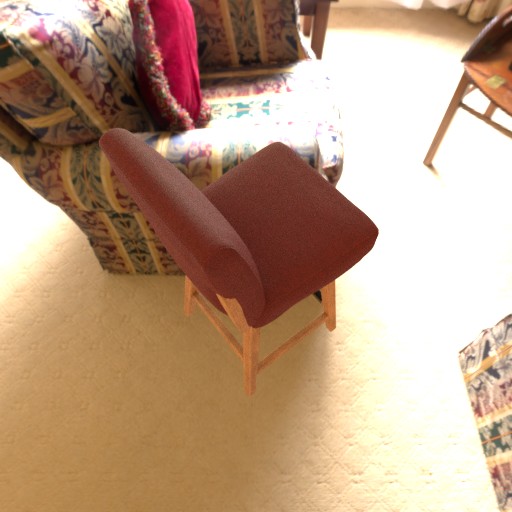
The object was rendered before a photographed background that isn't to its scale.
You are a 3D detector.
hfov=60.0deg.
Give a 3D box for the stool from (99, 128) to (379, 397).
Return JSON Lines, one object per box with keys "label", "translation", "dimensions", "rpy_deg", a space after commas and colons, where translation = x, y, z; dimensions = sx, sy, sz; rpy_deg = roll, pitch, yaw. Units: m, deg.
{"label": "stool", "translation": [0.000, 0.000, 1.376], "dimensions": [0.562, 1.038, 0.468], "rpy_deg": [-34, 64, -19]}
